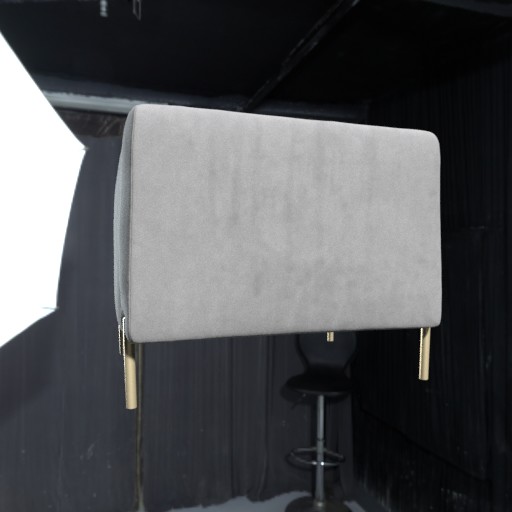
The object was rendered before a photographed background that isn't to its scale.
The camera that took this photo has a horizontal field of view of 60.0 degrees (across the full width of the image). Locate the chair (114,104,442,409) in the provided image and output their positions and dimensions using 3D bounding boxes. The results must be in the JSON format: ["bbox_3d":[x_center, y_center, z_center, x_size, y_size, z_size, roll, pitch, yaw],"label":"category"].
[{"bbox_3d":[0.000,0.000,1.604,0.981,0.779,0.873,0,0,-17],"label":"chair"}]
